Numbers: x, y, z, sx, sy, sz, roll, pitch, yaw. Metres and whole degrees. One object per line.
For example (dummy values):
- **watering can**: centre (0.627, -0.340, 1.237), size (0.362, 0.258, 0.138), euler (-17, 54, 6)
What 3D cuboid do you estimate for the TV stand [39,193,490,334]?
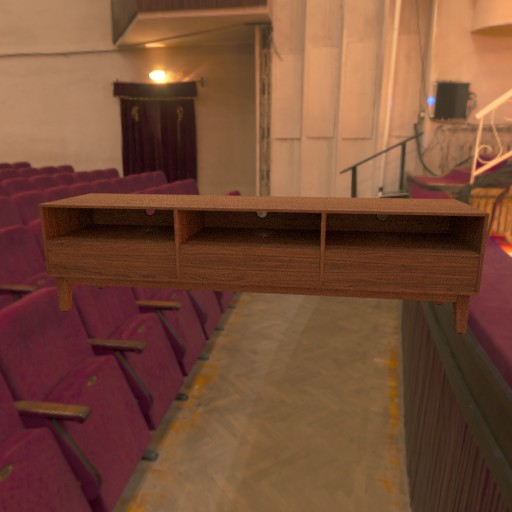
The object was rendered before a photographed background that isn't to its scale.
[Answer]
- **TV stand**: centre (0.000, 0.000, 1.669), size (1.482, 0.409, 0.366), euler (2, 14, 8)
